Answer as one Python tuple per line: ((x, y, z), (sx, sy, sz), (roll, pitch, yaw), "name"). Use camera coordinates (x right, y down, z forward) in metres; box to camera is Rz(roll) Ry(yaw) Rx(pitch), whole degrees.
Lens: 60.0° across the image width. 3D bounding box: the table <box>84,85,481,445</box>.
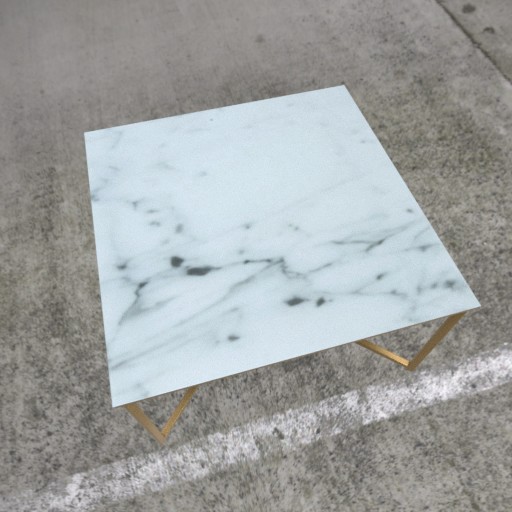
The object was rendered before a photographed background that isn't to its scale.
((0.000, 0.000, 1.310), (0.800, 0.450, 0.800), (-13, 58, -8), "table")
